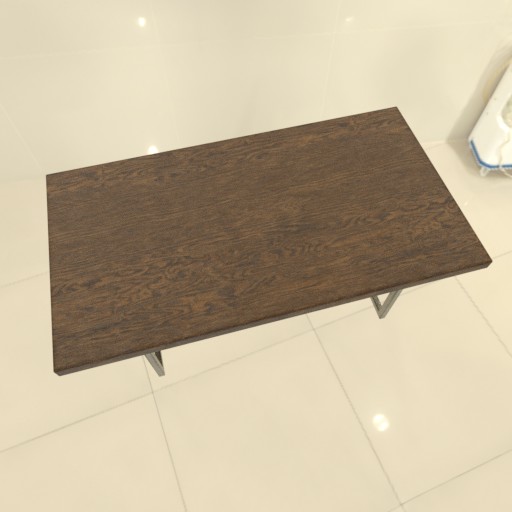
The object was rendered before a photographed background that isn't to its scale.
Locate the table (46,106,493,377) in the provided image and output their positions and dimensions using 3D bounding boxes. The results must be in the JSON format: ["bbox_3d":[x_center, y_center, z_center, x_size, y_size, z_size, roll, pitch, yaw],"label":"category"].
[{"bbox_3d":[0.000,0.000,2.527,1.989,0.795,1.078,-13,60,-8],"label":"table"}]
